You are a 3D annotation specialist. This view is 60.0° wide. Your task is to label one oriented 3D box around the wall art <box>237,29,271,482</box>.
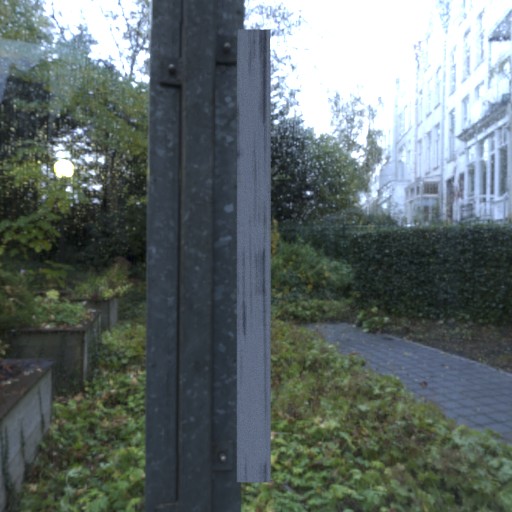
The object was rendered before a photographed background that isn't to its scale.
[{"bbox_3d":[0.000,0.000,0.747,0.038,0.506,0.506,0,0,1],"label":"wall art"}]
